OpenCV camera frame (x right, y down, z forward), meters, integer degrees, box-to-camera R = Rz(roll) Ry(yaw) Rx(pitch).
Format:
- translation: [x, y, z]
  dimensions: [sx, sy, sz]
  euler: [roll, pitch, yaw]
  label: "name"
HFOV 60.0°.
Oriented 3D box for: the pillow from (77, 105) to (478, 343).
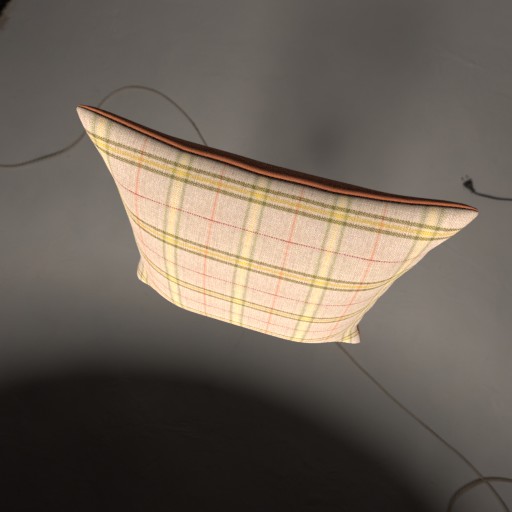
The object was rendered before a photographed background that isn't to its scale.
- translation: [0.000, 0.000, 0.672]
  dimensions: [0.453, 0.430, 0.200]
  euler: [16, 76, 4]
  label: "pillow"
